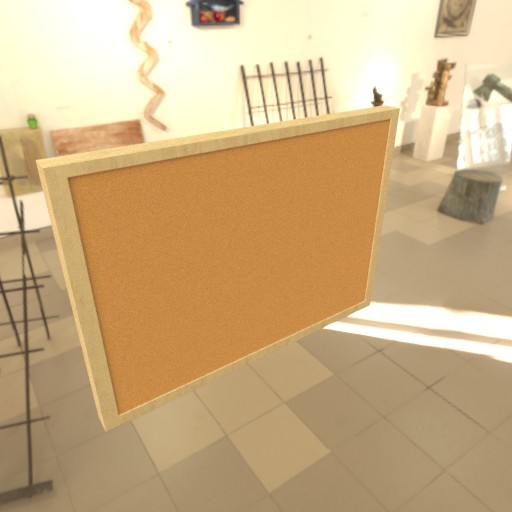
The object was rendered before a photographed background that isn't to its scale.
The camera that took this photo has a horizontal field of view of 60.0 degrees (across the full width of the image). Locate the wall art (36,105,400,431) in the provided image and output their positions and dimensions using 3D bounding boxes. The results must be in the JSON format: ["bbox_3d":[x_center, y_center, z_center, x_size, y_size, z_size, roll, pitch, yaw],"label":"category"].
[{"bbox_3d":[0.000,0.000,0.671,0.532,0.380,0.032,-19,34,-30],"label":"wall art"}]
